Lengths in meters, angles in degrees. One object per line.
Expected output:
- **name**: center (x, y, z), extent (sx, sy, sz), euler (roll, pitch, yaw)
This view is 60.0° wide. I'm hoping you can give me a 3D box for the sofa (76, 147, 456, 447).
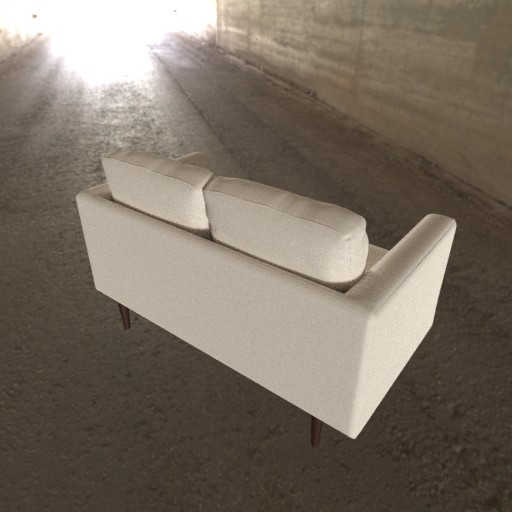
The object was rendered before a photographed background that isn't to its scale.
- **sofa**: center (0.000, 0.000, 1.965), extent (1.430, 0.908, 0.796), euler (21, 37, 32)
